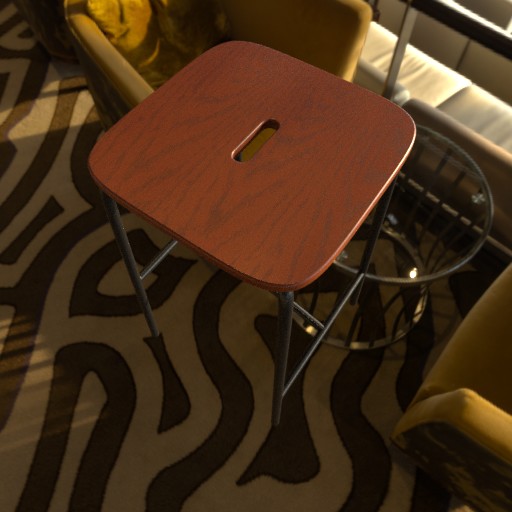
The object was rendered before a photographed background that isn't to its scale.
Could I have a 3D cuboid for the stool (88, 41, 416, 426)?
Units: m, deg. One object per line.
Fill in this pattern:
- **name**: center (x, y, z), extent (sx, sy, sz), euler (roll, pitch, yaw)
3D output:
- **stool**: center (0.000, 0.000, 0.858), extent (0.376, 0.610, 0.376), euler (31, 64, 17)
